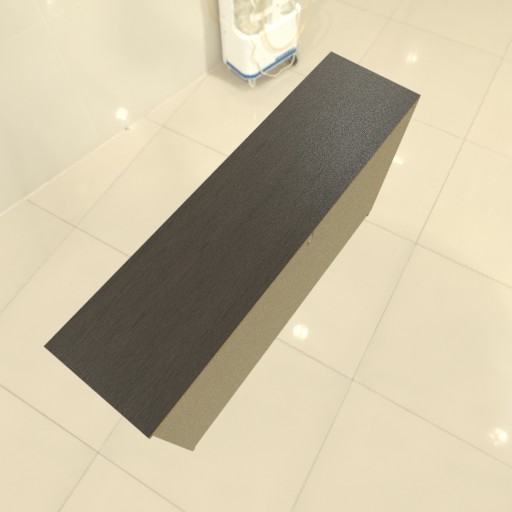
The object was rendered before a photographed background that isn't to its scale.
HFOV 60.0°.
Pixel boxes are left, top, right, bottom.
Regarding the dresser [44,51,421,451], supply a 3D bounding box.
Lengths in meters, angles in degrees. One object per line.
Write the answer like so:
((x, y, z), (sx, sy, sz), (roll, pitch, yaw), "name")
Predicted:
((0.000, 0.000, 1.664), (0.401, 0.755, 1.360), (34, 68, 15), "dresser")
